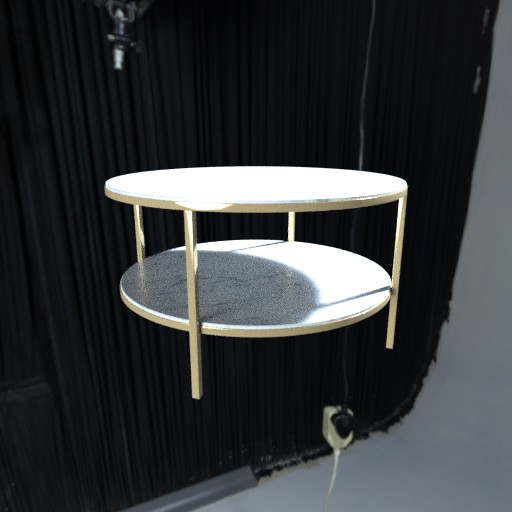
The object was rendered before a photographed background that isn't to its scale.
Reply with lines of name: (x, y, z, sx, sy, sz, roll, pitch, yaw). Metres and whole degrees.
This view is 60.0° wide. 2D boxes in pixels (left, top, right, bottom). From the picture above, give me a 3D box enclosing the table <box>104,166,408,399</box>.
table: (0.000, 0.000, 1.291, 0.800, 0.450, 0.800, 0, 16, 0)
